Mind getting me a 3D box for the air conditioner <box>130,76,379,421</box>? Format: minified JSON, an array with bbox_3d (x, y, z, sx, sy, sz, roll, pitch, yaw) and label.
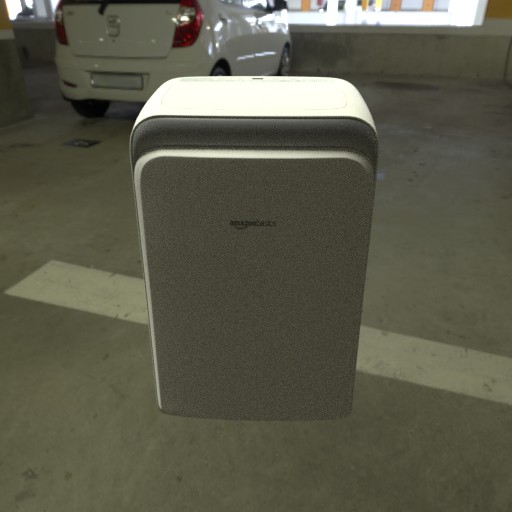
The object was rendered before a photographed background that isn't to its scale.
[{"bbox_3d":[0.000,0.000,0.964,0.454,0.700,0.365,1,29,1],"label":"air conditioner"}]
